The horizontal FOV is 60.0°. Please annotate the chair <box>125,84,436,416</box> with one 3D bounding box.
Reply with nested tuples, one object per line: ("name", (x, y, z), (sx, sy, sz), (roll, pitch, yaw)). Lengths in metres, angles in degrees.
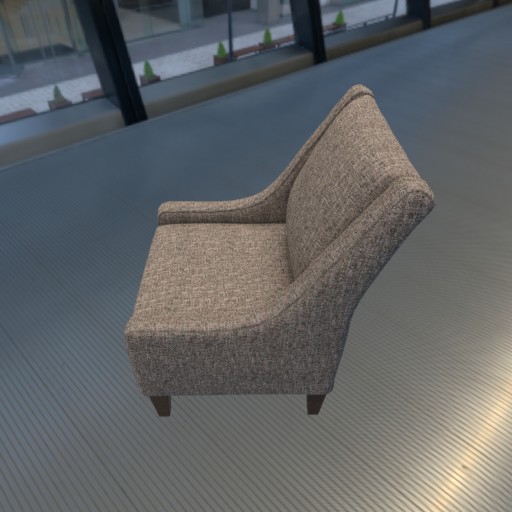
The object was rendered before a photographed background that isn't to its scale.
("chair", (0.000, 0.000, 1.650), (0.870, 1.014, 0.774), (-1, 40, -1))
